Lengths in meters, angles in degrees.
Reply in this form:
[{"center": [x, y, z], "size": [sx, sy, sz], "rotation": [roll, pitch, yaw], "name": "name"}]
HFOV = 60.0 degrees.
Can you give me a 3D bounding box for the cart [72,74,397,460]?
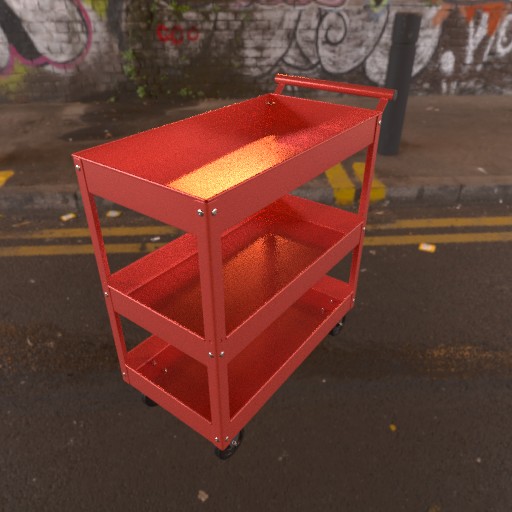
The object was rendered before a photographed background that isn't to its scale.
[{"center": [0.000, 0.000, 1.184], "size": [0.366, 0.780, 0.719], "rotation": [22, 38, 31], "name": "cart"}]
